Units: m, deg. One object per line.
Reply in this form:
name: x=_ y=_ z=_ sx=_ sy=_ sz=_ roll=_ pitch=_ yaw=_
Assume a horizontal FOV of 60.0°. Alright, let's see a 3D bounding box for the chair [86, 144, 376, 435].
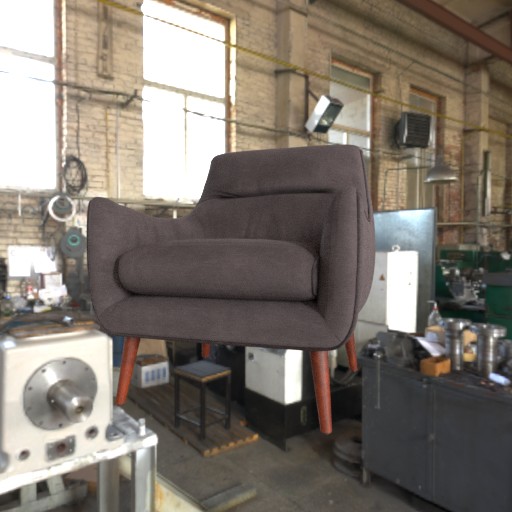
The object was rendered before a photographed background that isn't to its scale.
chair: x=0.000 y=0.000 z=1.466 sx=0.762 sy=0.838 sz=0.787 roll=0 pitch=1 yaw=19
